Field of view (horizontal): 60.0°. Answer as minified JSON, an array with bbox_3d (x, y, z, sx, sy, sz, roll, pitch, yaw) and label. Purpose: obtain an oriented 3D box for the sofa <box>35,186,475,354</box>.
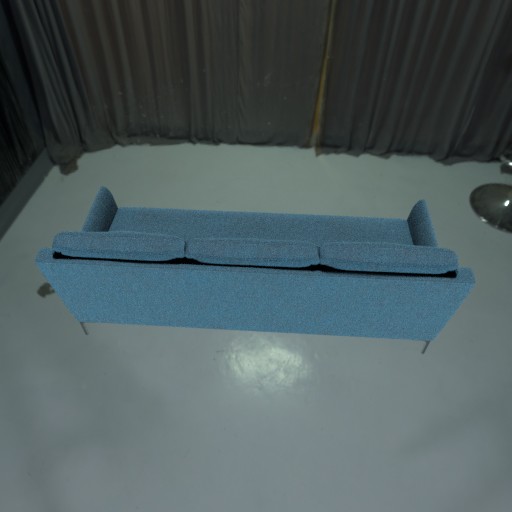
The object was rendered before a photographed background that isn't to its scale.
[{"bbox_3d":[0.000,0.000,2.554,2.060,0.837,0.849,3,46,3],"label":"sofa"}]
